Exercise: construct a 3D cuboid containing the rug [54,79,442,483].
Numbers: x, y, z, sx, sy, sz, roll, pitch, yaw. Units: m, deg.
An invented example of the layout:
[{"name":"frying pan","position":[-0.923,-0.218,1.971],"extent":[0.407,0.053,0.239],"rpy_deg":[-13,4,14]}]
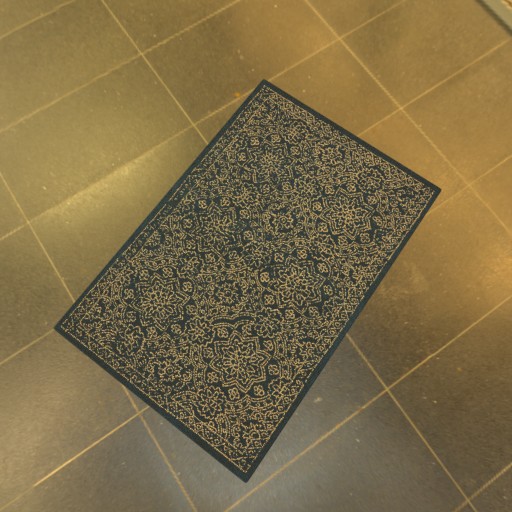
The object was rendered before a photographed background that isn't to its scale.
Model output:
[{"name":"rug","position":[0.000,0.000,2.350],"extent":[1.219,0.010,1.829],"rpy_deg":[35,77,9]}]
